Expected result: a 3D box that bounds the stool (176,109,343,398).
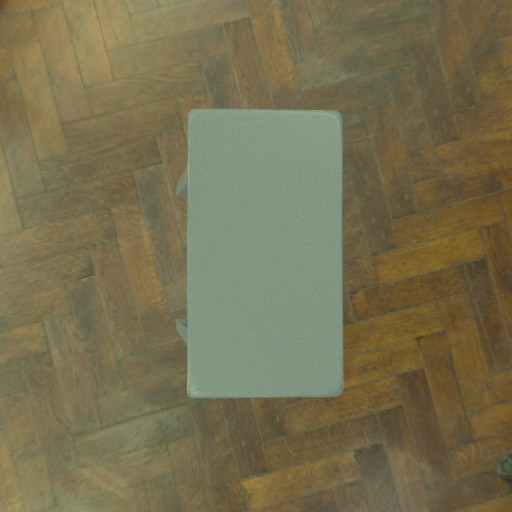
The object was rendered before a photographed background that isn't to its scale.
[{"bbox_3d":[0.000,0.000,1.047,0.476,0.737,0.457,0,89,-2],"label":"stool"}]
